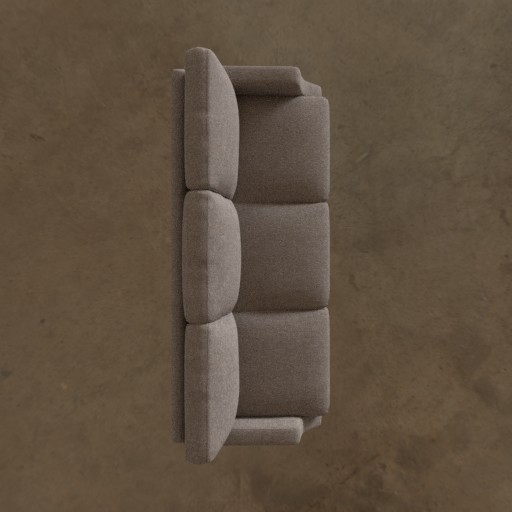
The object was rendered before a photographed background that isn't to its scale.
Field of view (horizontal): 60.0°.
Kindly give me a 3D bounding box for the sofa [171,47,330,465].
[{"bbox_3d":[0.000,0.000,2.591,0.888,0.984,2.115,0,90,-1],"label":"sofa"}]
